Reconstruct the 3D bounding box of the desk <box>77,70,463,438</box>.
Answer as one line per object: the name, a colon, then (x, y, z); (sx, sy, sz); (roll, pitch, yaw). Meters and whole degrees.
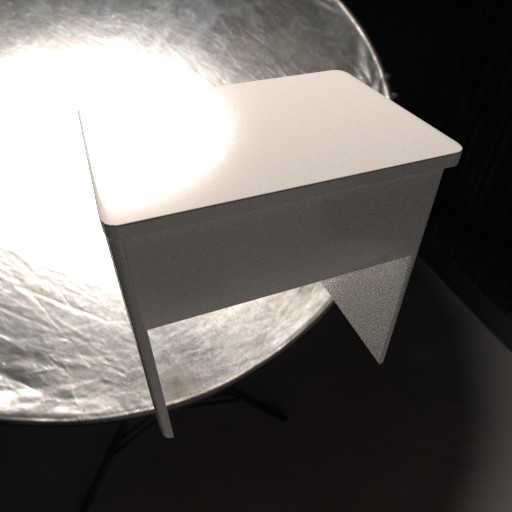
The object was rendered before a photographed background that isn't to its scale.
desk: (0.000, 0.000, 1.291); (0.762, 0.800, 0.549); (-14, 43, -16)
